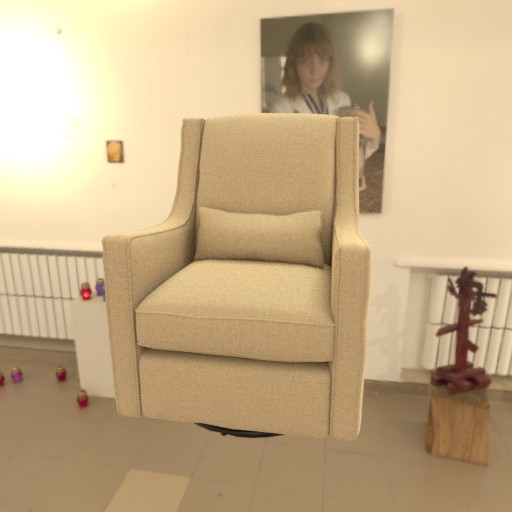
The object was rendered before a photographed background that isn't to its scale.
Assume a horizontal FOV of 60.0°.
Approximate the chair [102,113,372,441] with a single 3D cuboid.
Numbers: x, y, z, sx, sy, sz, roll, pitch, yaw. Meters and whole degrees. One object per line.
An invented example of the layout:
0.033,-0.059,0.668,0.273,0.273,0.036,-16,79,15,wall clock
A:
0.000,0.000,1.573,0.732,0.993,0.879,3,16,9,chair
